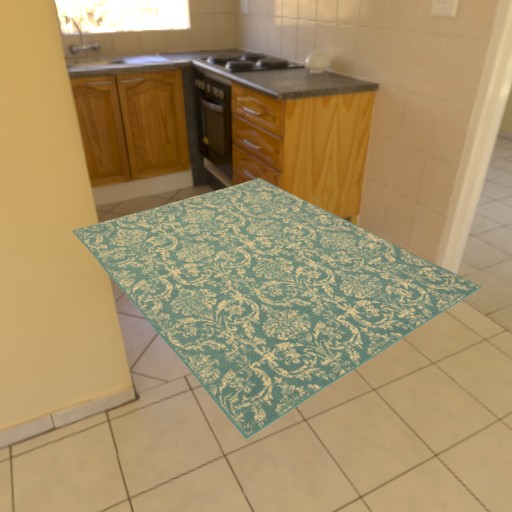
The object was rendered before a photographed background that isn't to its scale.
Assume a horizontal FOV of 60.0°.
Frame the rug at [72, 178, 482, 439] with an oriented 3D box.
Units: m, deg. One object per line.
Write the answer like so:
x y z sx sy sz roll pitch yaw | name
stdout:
0.000 0.000 4.015 2.363 0.012 2.980 -21 37 -31 | rug
